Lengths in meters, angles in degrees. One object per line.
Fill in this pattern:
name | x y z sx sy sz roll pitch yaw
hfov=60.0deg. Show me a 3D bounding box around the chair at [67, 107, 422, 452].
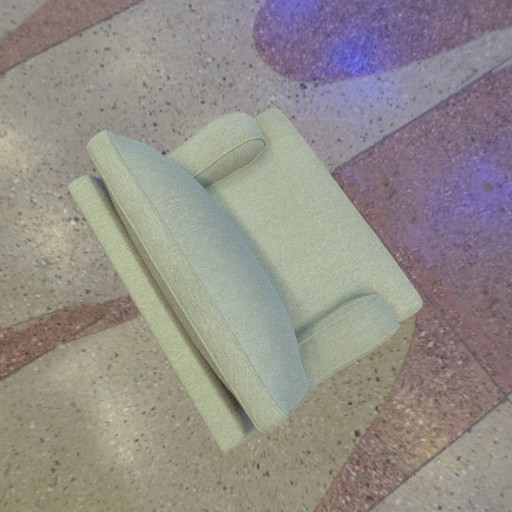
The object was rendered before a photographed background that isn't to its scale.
chair | 0.000 0.000 1.993 1.041 1.016 1.220 -32 78 -8
